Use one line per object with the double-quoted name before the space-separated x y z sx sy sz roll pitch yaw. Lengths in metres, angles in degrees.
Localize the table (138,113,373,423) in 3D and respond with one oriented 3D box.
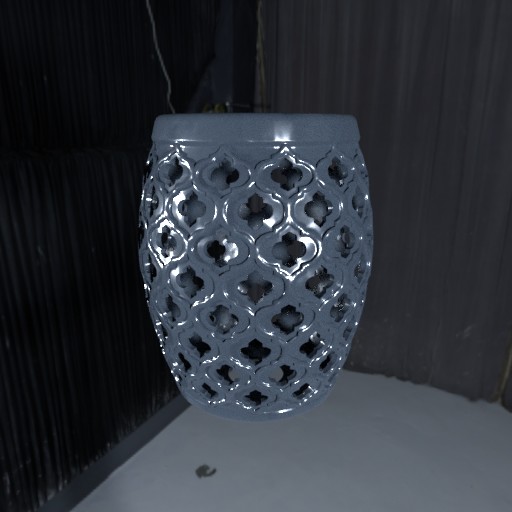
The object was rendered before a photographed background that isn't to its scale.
"table" 0.000 0.000 0.641 0.325 0.388 0.325 0 17 0
